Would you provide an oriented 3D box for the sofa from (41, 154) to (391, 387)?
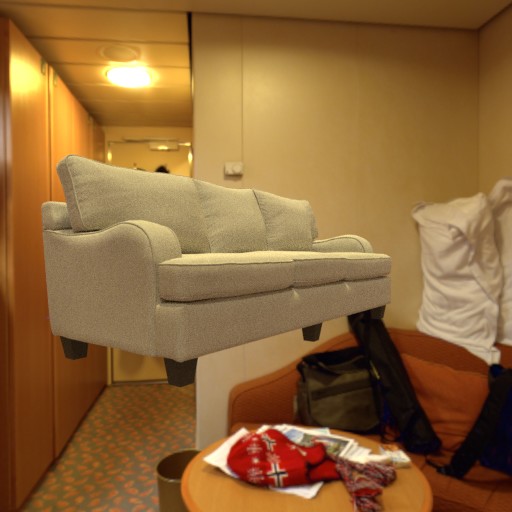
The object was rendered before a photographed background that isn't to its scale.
[{"bbox_3d":[0.000,0.000,2.850,1.016,0.991,2.323,1,1,36],"label":"sofa"}]
